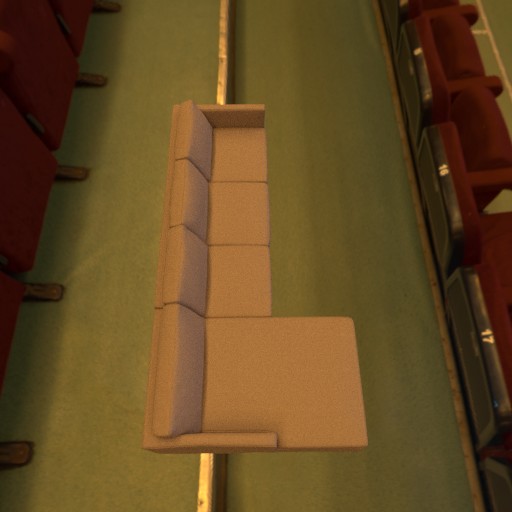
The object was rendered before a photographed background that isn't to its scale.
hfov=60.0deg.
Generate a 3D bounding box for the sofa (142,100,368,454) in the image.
[{"bbox_3d":[0.000,0.000,3.948,1.625,0.846,3.186,-1,63,0],"label":"sofa"}]
